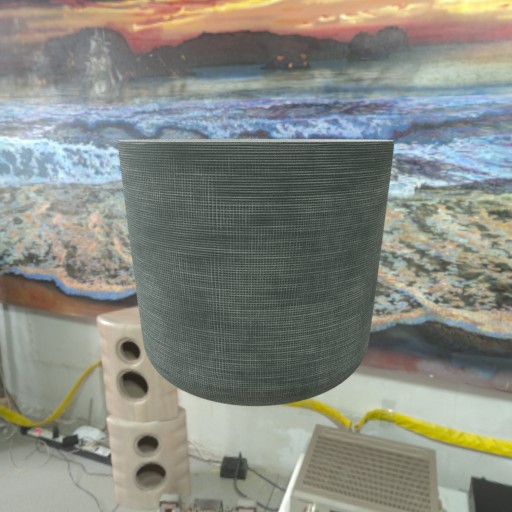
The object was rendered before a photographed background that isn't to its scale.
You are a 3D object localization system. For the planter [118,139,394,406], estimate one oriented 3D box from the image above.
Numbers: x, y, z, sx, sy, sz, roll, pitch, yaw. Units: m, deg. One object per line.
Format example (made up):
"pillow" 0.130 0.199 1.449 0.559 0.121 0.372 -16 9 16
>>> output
"planter" 0.000 0.000 0.787 0.440 0.398 0.440 0 15 0
